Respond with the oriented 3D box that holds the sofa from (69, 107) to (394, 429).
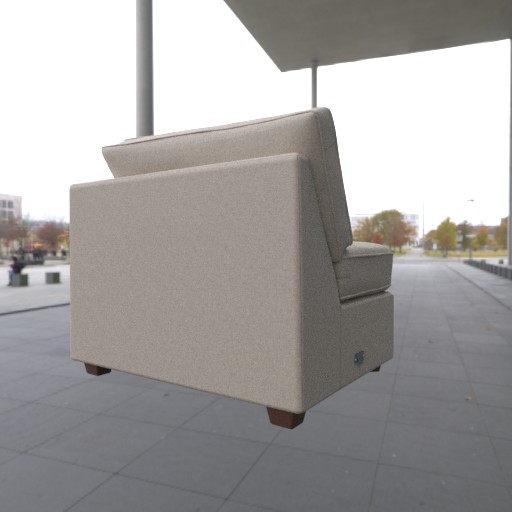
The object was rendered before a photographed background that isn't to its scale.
[{"bbox_3d":[0.000,0.000,1.840,1.050,0.937,1.042,1,1,36],"label":"sofa"}]
